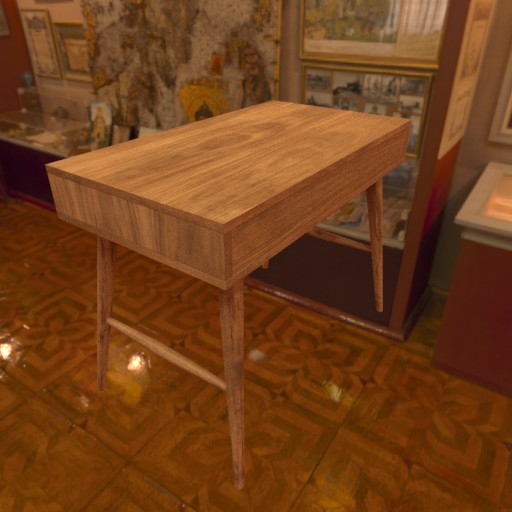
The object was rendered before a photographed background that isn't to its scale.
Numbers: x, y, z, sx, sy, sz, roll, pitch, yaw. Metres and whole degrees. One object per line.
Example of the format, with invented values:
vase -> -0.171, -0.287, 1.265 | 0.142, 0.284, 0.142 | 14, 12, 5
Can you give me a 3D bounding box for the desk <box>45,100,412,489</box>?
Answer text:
desk -> 0.000, 0.000, 1.424 | 0.588, 0.758, 0.949 | 20, 36, 31
